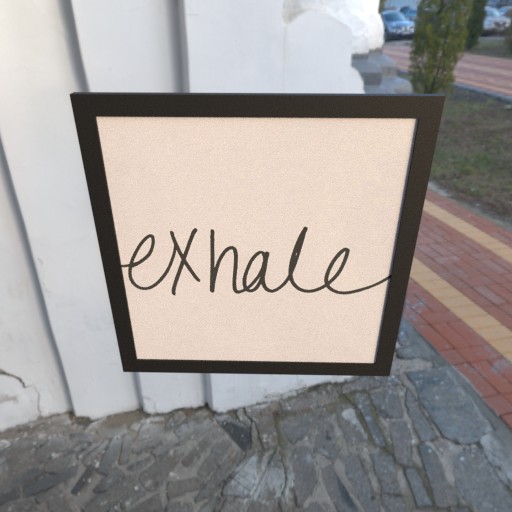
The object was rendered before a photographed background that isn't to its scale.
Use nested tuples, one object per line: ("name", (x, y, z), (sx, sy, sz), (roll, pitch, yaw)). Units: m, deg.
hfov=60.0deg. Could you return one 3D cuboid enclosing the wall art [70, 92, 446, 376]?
("wall art", (0.000, 0.000, 0.513), (0.358, 0.357, 0.012), (1, 29, 1))
